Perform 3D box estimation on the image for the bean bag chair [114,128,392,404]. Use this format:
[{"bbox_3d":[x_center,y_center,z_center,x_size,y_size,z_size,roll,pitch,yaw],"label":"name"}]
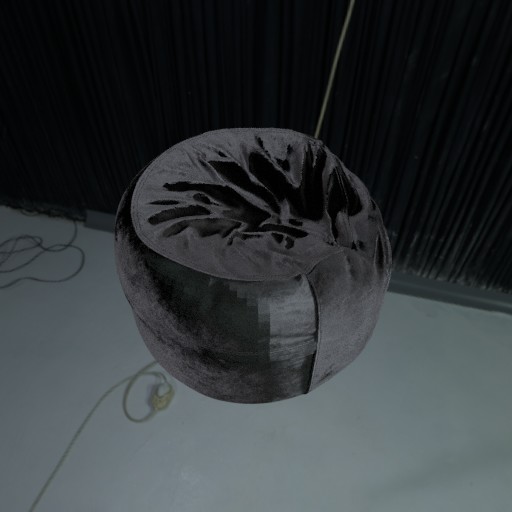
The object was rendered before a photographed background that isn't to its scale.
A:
[{"bbox_3d":[0.000,0.000,1.559,0.918,0.605,0.918,0,46,0],"label":"bean bag chair"}]
